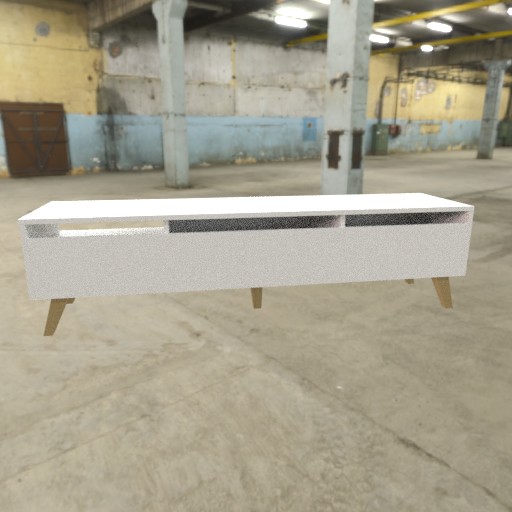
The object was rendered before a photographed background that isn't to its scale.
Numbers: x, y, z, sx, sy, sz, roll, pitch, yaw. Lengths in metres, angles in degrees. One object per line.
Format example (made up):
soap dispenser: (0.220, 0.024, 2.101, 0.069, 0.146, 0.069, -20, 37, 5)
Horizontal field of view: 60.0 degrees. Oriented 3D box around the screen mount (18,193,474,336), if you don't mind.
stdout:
screen mount: (0.000, 0.000, 1.827, 1.644, 0.432, 0.399, -3, 16, -9)
